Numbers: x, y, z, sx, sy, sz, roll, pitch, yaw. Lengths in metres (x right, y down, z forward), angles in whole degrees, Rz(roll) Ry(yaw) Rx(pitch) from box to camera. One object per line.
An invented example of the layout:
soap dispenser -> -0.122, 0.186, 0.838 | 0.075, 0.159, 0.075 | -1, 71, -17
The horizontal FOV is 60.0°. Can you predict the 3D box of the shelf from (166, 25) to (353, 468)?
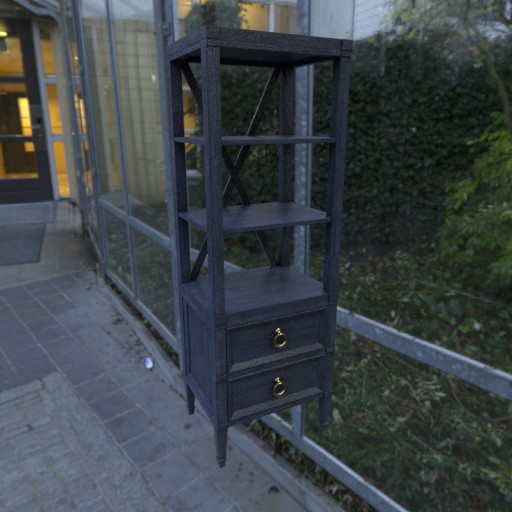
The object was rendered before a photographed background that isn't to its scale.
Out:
shelf -> 0.000, 0.000, 1.971 | 0.584, 1.727, 0.472 | -8, 19, -26
